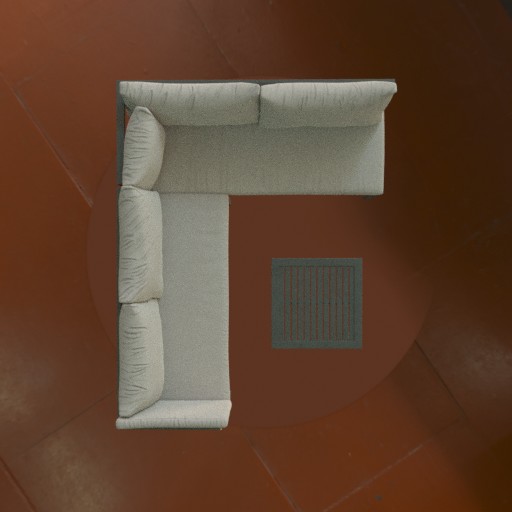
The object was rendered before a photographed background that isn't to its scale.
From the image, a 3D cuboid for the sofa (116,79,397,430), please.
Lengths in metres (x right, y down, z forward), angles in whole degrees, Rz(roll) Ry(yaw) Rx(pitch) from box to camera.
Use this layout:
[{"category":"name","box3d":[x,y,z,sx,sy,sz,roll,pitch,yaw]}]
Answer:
[{"category":"sofa","box3d":[0.000,0.000,2.887,1.658,0.758,2.096,0,90,1]}]
